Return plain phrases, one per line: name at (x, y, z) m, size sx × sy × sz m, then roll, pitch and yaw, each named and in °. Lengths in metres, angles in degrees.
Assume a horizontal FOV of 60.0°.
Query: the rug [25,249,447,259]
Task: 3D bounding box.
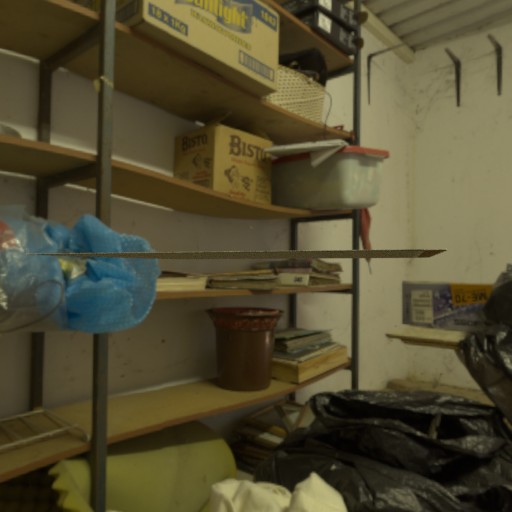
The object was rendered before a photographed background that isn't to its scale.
rug at (0.000, 0.000, 3.500) m, size 2.651 × 0.010 × 1.971 m, roll 0°, pitch -1°, yaw 19°
